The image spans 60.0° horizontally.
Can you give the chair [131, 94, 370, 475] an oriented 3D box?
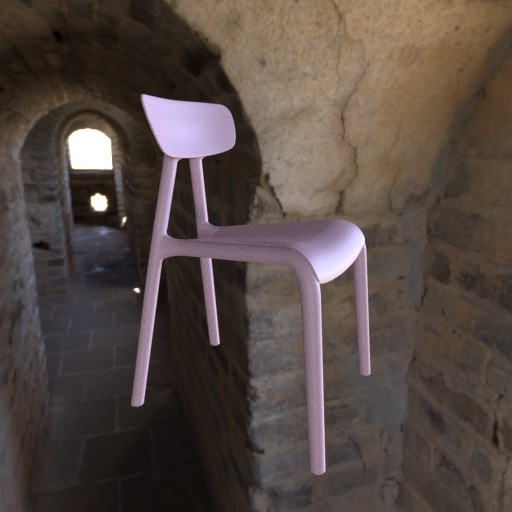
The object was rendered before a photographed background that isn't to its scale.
[{"bbox_3d":[0.000,0.000,0.850,0.401,0.580,0.356,7,16,25],"label":"chair"}]
